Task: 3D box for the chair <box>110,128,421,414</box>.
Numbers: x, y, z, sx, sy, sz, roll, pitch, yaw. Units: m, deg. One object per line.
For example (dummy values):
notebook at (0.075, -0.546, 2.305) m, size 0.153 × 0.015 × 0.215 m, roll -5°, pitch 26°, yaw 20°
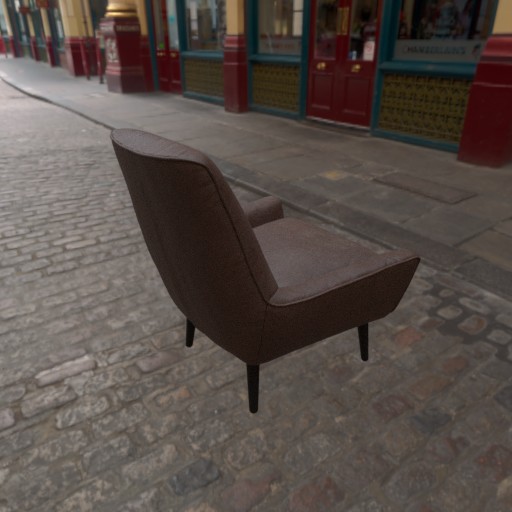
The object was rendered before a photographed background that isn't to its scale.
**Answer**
chair at (0.000, 0.000, 1.546) m, size 0.824 × 0.888 × 0.787 m, roll -18°, pitch 31°, yaw -32°
